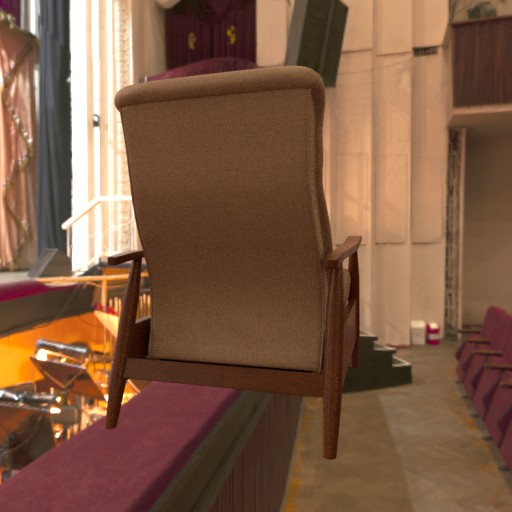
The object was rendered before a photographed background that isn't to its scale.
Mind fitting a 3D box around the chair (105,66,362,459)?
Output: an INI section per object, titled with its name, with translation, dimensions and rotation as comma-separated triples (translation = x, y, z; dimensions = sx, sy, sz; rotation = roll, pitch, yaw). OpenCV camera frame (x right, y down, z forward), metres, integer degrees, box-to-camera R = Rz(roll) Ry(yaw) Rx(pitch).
[chair]
translation = 0.000, 0.000, 1.757
dimensions = 0.762, 1.082, 1.030
rotation = 0, 2, 16
